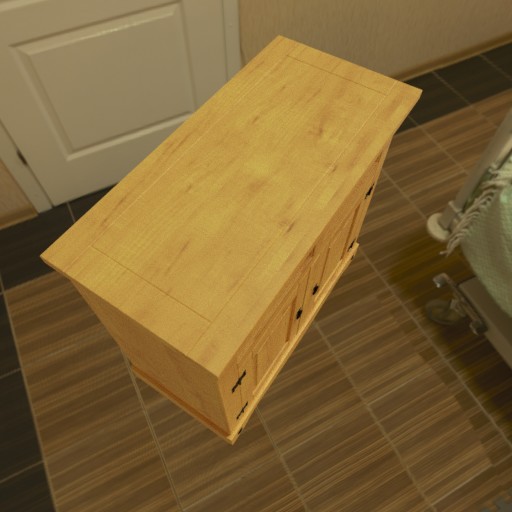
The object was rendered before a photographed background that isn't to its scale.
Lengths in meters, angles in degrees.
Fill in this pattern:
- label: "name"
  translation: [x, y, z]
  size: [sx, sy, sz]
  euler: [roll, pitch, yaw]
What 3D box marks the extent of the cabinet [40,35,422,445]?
- label: "cabinet"
  translation: [0.000, 0.000, 1.397]
  size: [0.450, 0.840, 0.920]
  euler: [29, 63, 17]
